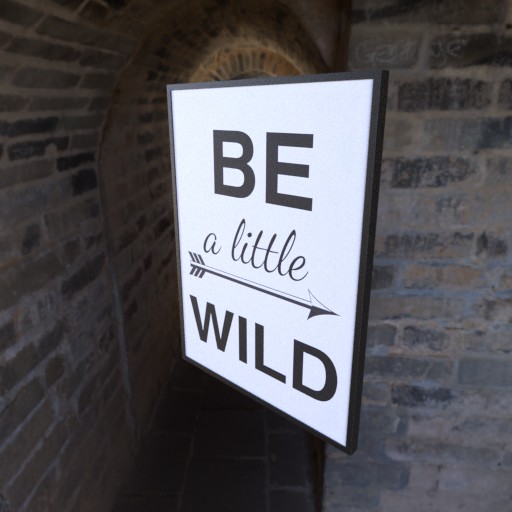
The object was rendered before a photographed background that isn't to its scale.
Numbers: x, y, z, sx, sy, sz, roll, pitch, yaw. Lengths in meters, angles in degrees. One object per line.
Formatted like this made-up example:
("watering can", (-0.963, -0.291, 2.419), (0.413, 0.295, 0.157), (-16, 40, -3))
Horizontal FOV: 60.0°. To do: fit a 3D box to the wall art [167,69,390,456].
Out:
("wall art", (0.000, 0.000, 1.429), (0.806, 1.062, 0.038), (16, 24, 41))
